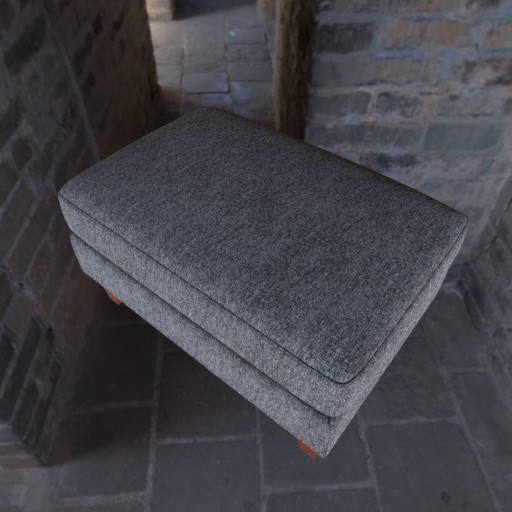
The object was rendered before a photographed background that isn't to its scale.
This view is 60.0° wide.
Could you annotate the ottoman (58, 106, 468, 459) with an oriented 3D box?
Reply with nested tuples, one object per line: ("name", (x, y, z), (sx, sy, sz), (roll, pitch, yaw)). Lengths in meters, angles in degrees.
("ottoman", (0.000, 0.000, 1.186), (0.864, 0.483, 0.584), (31, 54, 26))
